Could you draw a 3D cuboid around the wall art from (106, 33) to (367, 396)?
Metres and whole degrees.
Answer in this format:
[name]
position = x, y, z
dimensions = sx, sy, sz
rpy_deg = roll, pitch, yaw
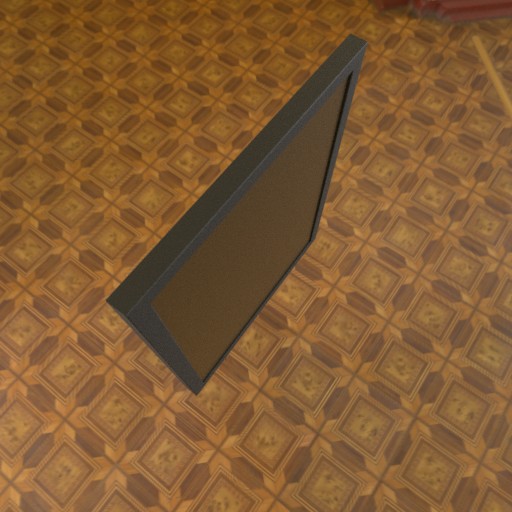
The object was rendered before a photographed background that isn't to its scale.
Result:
[wall art]
position = 0.000, 0.000, 0.753
dimensions = 0.028, 0.558, 0.457
rpy_deg = 33, 69, 14
